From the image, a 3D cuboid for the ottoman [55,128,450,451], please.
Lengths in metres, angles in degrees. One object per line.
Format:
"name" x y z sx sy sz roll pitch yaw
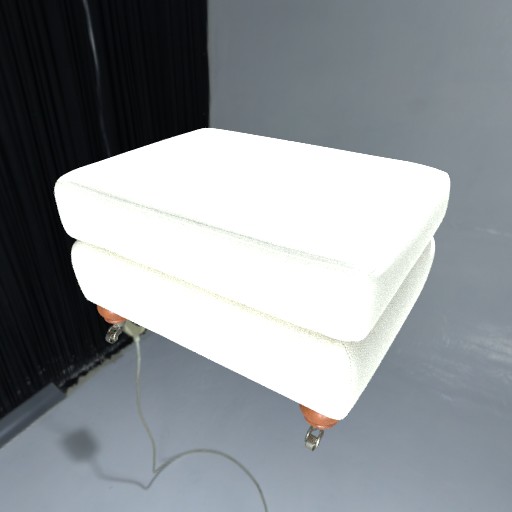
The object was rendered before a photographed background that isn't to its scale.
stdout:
"ottoman" 0.000 0.000 1.117 0.773 0.499 0.569 18 35 28
